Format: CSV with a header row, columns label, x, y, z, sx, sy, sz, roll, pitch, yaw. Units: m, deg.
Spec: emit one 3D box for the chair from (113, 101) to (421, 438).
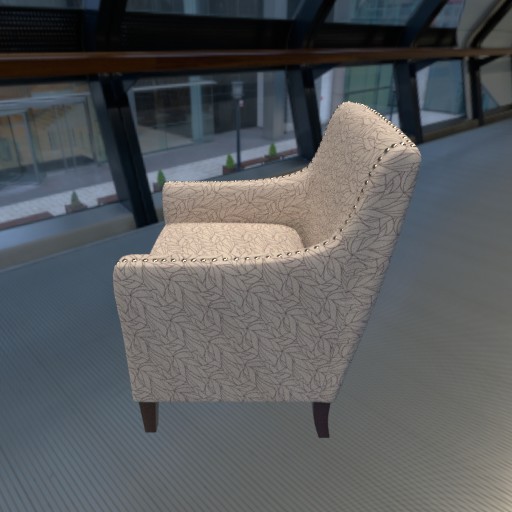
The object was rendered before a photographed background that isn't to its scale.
label,x,y,z,sx,sy,sz,roll,pitch,yaw
chair,0.000,0.000,1.301,0.651,0.816,0.623,0,27,0
